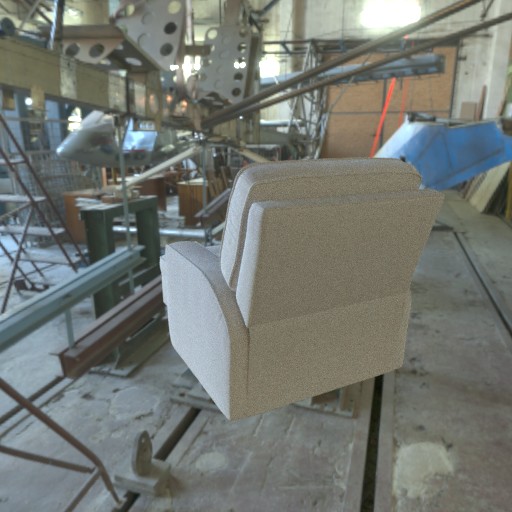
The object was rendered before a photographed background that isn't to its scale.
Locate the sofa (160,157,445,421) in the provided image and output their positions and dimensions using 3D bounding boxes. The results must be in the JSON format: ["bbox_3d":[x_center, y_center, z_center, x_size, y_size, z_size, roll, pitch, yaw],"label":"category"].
[{"bbox_3d":[0.000,0.000,2.123,0.861,0.959,1.472,-8,17,-27],"label":"sofa"}]
